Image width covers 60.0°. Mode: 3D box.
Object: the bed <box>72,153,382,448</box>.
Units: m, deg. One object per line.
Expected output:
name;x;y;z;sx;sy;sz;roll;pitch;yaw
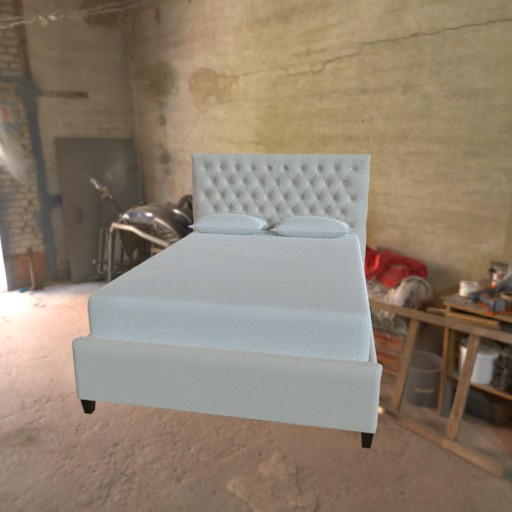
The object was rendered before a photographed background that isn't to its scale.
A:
bed;0.000;0.000;3.289;1.696;1.426;2.233;3;15;11
